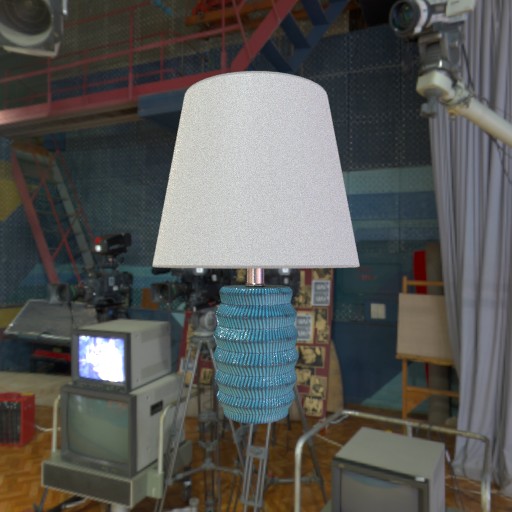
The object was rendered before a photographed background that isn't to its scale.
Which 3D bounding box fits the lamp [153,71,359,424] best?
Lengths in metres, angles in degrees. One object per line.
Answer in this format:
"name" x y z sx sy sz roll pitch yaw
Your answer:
"lamp" 0.000 0.000 0.559 0.254 0.392 0.254 0 -1 0
